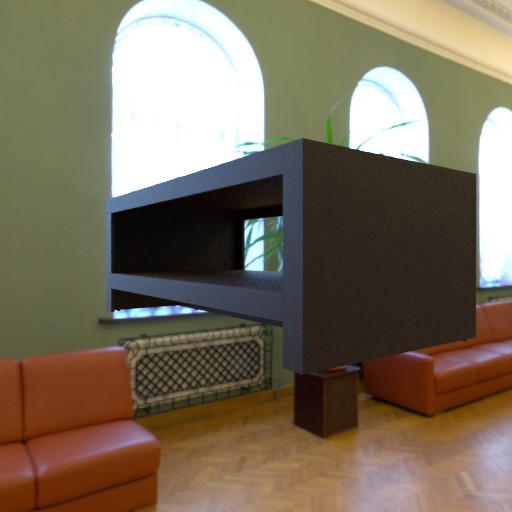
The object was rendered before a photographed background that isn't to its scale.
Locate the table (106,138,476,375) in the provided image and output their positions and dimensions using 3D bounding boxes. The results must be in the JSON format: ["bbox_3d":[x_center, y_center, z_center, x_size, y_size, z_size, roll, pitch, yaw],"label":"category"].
[{"bbox_3d":[0.000,0.000,1.405,0.597,0.424,1.099,0,0,-36],"label":"table"}]
